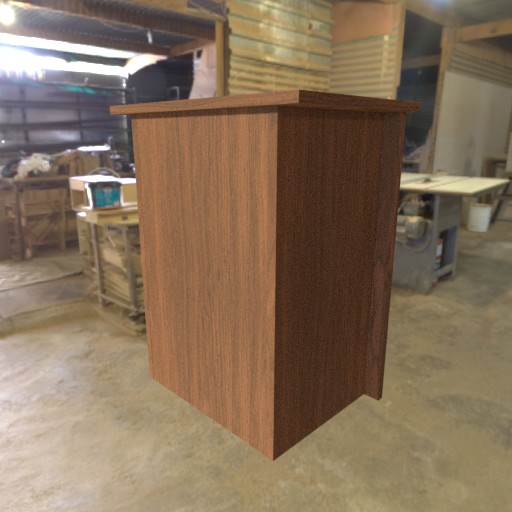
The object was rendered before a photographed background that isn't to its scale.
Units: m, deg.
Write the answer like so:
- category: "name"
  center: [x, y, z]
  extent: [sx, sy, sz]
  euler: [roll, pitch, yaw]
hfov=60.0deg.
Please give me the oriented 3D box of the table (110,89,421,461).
- category: "table"
  center: [0.000, 0.000, 1.098]
  extent: [0.406, 0.711, 0.589]
  euler: [-15, 21, -43]
